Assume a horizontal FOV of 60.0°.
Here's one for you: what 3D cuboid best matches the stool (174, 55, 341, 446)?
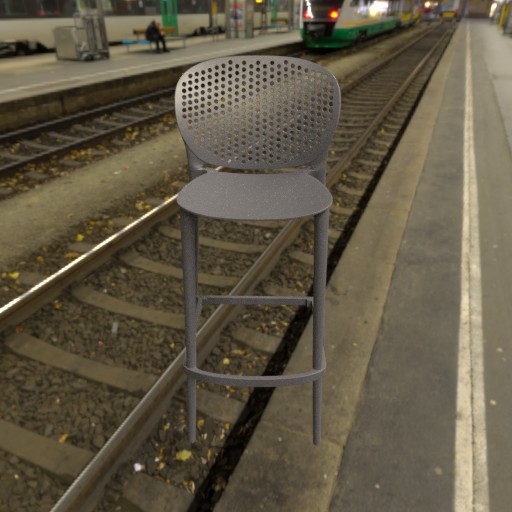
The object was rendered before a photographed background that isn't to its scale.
[{"bbox_3d":[0.000,0.000,1.318,0.536,1.045,0.535,1,29,1],"label":"stool"}]
